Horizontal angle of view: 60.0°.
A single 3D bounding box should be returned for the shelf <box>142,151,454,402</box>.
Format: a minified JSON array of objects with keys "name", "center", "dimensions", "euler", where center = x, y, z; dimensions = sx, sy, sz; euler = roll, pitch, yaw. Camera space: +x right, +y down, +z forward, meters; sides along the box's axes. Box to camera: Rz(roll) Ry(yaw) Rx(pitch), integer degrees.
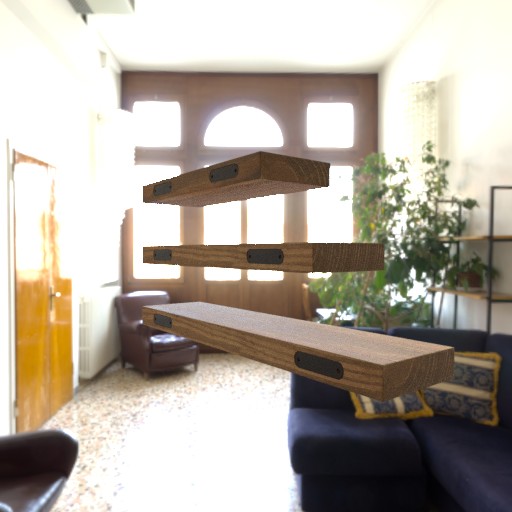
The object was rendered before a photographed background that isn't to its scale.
[{"name":"shelf","center":[0.000,0.000,0.735],"dimensions":[0.140,0.293,0.610],"euler":[0,1,-37]}]
